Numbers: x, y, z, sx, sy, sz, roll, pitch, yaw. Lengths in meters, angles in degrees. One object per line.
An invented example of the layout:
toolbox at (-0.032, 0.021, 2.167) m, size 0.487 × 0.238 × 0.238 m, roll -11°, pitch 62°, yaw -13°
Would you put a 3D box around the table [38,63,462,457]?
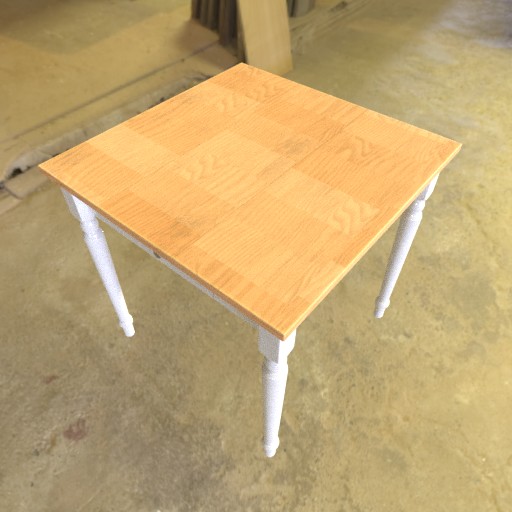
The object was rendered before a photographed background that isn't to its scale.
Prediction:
table at (0.000, 0.000, 1.367) m, size 0.747 × 0.738 × 0.747 m, roll 31°, pitch 54°, yaw 26°
